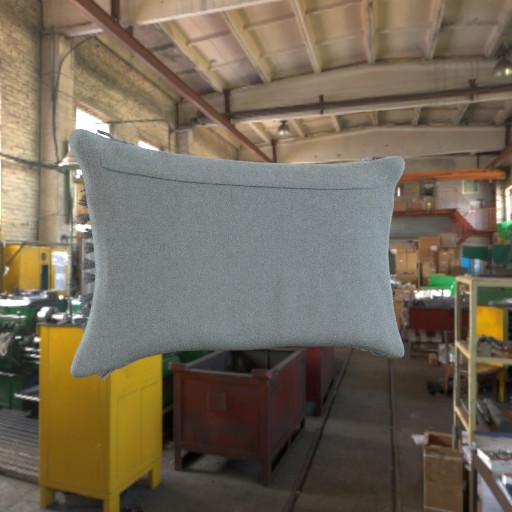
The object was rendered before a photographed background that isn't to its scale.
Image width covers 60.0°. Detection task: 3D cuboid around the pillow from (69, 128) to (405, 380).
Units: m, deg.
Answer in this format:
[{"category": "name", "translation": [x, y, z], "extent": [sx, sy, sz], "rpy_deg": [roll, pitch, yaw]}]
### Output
[{"category": "pillow", "translation": [0.000, 0.000, 0.595], "extent": [0.466, 0.305, 0.084], "rpy_deg": [0, -1, -17]}]
